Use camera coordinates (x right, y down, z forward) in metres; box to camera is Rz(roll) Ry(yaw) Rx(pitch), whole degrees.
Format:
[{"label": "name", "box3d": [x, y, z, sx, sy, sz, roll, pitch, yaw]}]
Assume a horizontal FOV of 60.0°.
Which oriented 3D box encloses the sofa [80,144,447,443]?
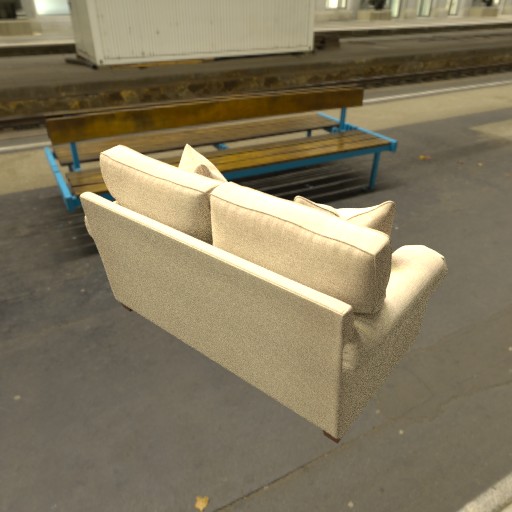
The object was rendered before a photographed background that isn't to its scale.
[{"label": "sofa", "box3d": [0.000, 0.000, 2.291, 1.701, 0.966, 0.966, 23, 38, 33]}]
